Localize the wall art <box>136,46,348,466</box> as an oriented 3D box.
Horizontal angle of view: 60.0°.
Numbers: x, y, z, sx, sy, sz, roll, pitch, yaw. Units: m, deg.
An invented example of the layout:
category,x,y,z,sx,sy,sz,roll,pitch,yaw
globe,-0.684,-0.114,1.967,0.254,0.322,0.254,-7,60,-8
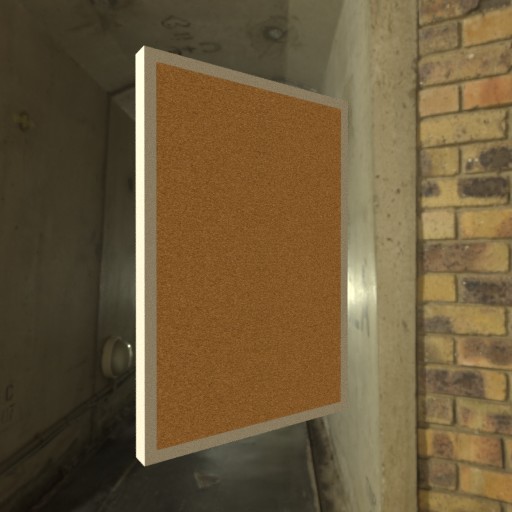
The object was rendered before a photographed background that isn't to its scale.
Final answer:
category,x,y,z,sx,sy,sz,roll,pitch,yaw
wall art,0.000,0.000,0.836,0.450,0.657,0.038,0,0,-35
